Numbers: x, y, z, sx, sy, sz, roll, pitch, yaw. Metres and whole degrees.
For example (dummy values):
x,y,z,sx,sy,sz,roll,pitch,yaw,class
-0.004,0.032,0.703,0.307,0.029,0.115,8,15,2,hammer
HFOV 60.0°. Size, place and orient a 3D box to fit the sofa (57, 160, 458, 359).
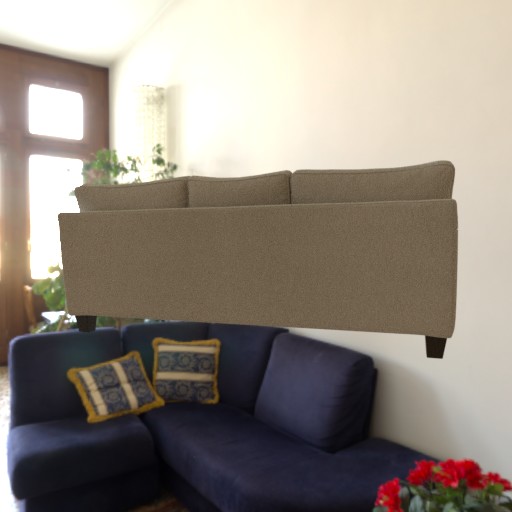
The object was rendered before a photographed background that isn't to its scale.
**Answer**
x,y,z,sx,sy,sz,roll,pitch,yaw,class
0.000,0.000,2.872,2.323,0.991,1.016,0,1,19,sofa
